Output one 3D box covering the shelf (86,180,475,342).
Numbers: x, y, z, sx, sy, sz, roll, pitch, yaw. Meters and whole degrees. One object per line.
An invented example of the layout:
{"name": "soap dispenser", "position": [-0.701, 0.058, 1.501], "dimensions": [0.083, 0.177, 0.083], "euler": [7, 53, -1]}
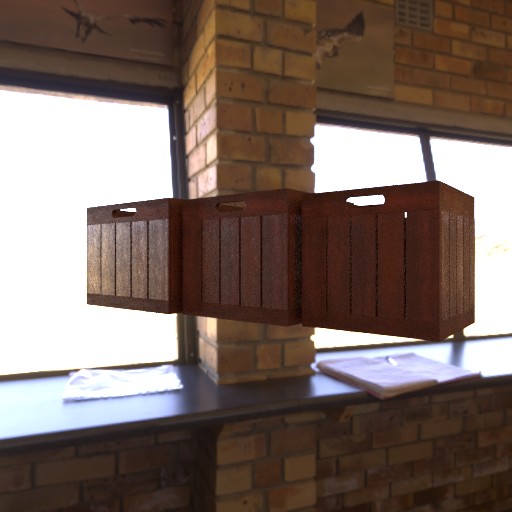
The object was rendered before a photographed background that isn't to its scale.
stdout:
{"name": "shelf", "position": [0.000, 0.000, 1.239], "dimensions": [1.064, 0.311, 0.393], "euler": [0, 0, 38]}
